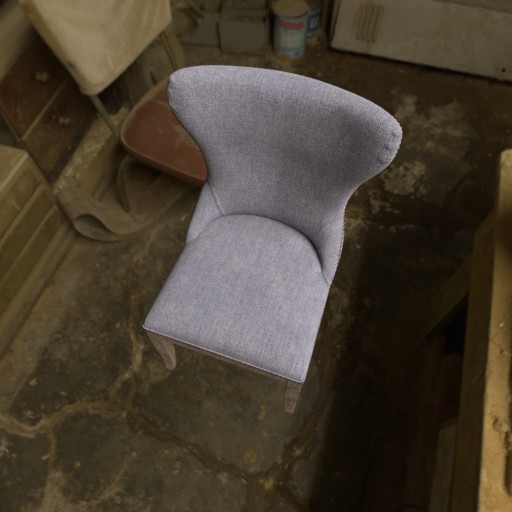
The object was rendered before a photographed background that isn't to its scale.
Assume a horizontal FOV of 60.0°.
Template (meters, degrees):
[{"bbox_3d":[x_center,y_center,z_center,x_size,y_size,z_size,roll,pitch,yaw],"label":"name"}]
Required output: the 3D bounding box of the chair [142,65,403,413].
[{"bbox_3d":[0.000,0.000,1.480,0.654,1.002,0.681,17,61,10],"label":"chair"}]
